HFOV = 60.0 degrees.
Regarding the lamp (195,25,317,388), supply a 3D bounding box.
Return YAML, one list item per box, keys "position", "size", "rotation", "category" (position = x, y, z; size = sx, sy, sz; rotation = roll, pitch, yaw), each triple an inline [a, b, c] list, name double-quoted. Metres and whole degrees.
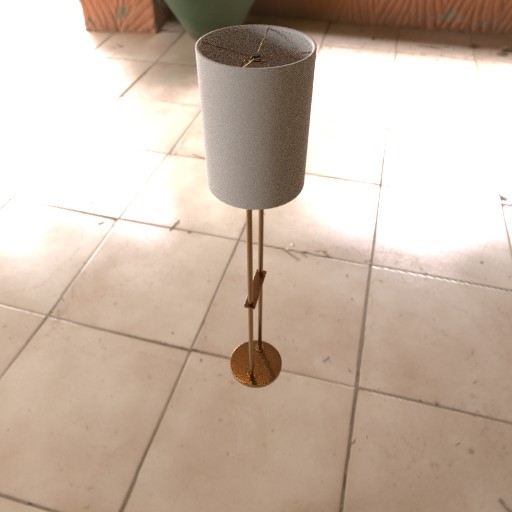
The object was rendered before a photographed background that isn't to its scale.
- position: [0.000, 0.000, 1.644]
  size: [0.305, 1.500, 0.306]
  rotation: [10, 46, 10]
  category: "lamp"
